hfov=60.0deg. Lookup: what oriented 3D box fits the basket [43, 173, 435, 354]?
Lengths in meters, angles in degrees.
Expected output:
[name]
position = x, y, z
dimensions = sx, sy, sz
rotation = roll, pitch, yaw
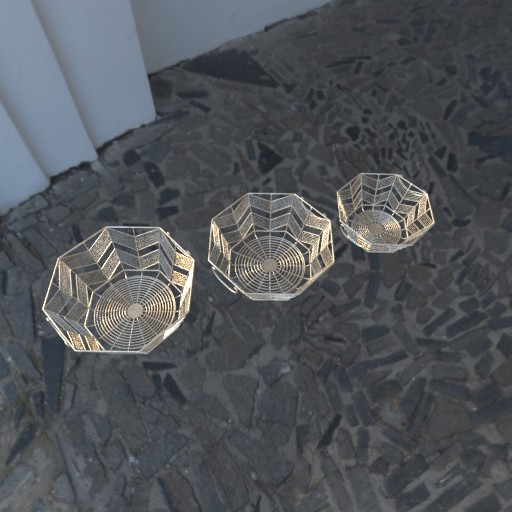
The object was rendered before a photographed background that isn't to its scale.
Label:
[basket]
position = 0.000, 0.000, 1.402
dimensions = 1.246, 0.178, 0.432
rotation = -18, 59, -11
